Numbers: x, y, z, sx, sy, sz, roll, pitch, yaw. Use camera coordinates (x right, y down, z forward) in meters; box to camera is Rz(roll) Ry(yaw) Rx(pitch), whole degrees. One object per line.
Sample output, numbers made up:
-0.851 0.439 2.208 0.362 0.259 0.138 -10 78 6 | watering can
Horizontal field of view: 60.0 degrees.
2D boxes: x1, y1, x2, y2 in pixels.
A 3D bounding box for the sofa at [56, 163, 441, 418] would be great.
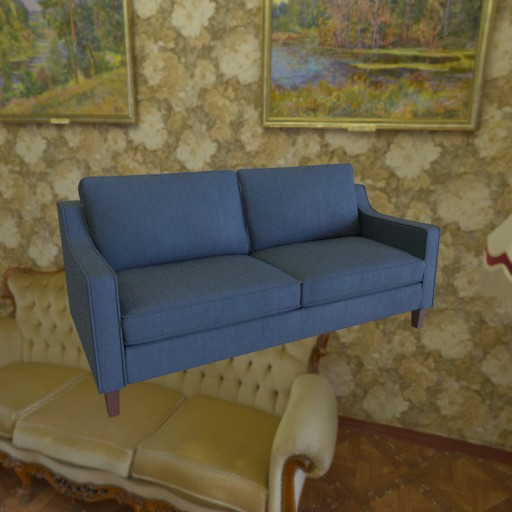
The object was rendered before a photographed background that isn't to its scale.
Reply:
0.000 0.000 2.826 2.178 1.071 1.066 -8 18 -27 | sofa
